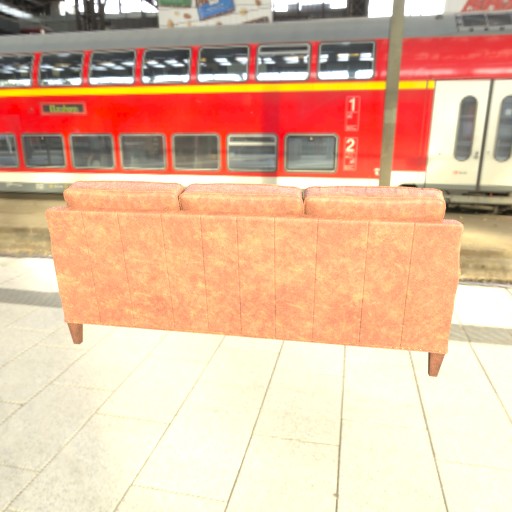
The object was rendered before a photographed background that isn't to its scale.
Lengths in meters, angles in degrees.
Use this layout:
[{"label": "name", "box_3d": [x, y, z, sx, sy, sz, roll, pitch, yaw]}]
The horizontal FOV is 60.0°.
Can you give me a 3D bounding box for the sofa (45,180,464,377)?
[{"label": "sofa", "box_3d": [0.000, 0.000, 2.832, 2.246, 1.003, 1.084, 3, 16, 10]}]
